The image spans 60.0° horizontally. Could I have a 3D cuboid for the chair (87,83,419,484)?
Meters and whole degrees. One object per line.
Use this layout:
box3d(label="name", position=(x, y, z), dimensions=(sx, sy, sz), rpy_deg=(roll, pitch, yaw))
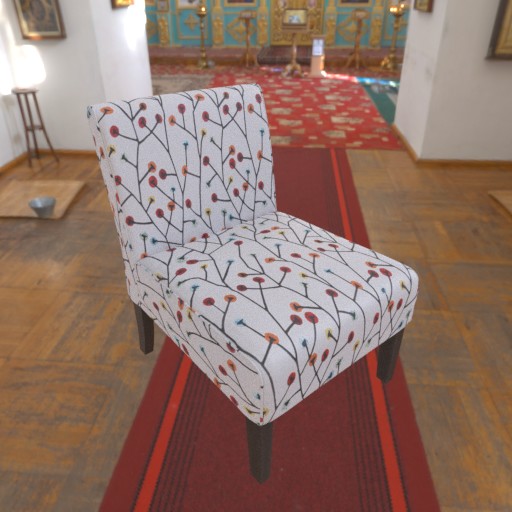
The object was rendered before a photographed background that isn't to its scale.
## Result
box3d(label="chair", position=(0.000, 0.000, 1.282), dimensions=(0.597, 0.813, 0.732), rpy_deg=(-23, 37, -34))
